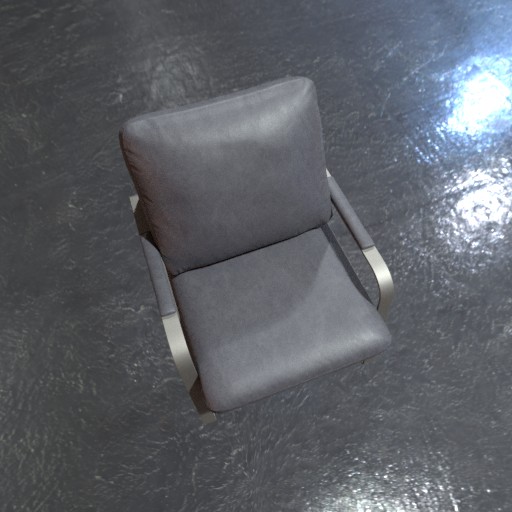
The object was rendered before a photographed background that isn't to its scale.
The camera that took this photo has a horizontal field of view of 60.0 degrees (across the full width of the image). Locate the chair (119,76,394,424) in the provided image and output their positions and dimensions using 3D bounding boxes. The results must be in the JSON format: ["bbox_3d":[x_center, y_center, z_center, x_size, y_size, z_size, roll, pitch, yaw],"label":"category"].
[{"bbox_3d":[0.000,0.000,1.496,0.692,0.839,0.878,-18,64,-9],"label":"chair"}]
